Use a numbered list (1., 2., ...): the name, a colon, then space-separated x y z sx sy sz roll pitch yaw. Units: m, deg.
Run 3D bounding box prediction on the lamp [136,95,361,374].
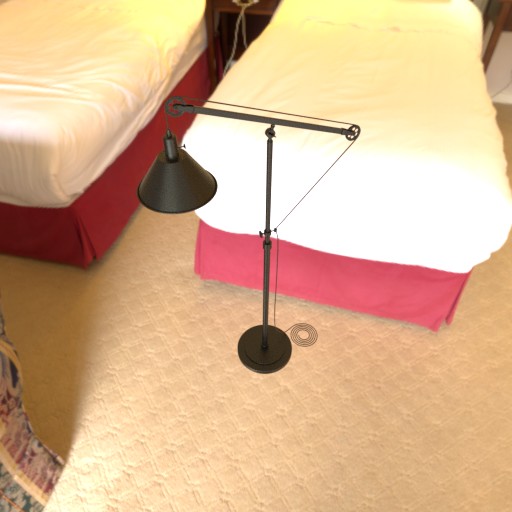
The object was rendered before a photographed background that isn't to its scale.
1. lamp: 0.000 0.000 2.018 0.904 1.626 0.319 -17 48 -16
